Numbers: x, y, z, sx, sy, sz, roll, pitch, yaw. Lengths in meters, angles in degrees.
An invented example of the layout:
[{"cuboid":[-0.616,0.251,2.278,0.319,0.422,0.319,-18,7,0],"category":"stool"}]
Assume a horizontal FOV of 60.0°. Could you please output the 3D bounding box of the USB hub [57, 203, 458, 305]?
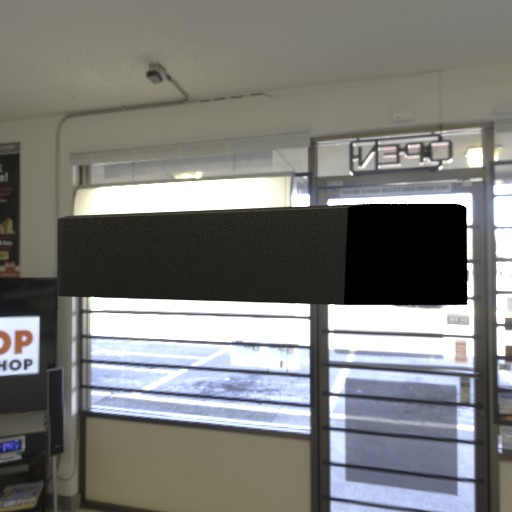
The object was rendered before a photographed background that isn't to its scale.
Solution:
[{"cuboid":[0.000,0.000,0.130,0.110,0.023,0.044,0,-1,19],"category":"USB hub"}]
